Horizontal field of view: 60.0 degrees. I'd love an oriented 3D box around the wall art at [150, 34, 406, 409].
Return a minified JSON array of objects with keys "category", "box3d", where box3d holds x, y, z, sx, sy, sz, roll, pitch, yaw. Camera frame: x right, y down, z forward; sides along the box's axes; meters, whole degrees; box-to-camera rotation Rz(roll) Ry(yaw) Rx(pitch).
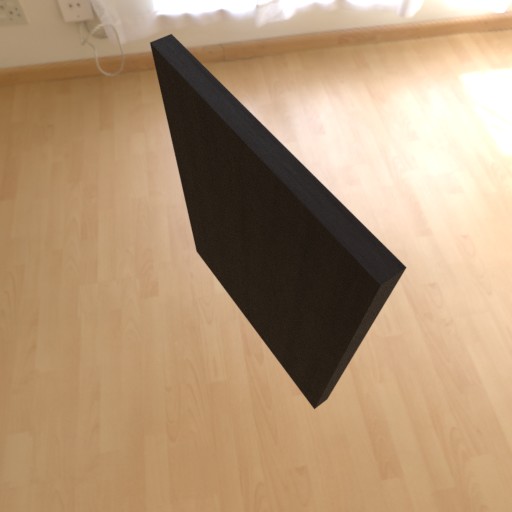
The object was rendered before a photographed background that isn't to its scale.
[{"category":"wall art","box3d":[0.000,0.000,0.754,0.034,0.552,0.455,-31,64,-17]}]
